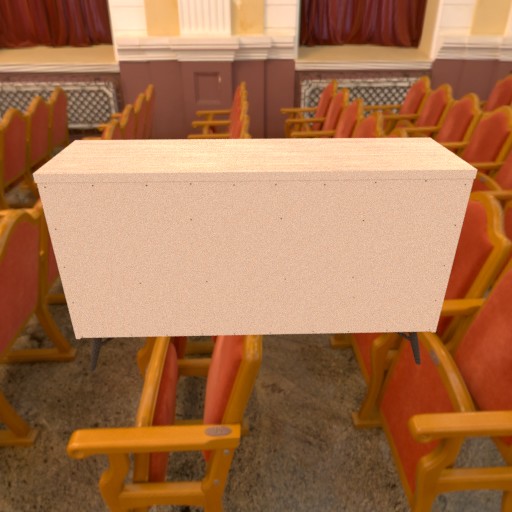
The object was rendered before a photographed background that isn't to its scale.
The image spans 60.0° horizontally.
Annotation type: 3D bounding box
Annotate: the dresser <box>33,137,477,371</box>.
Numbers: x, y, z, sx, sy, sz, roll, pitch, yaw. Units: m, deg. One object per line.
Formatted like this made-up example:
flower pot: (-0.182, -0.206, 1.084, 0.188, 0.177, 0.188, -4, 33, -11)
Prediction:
dresser: (0.000, 0.000, 1.940, 1.524, 0.914, 0.457, -1, 29, -1)
